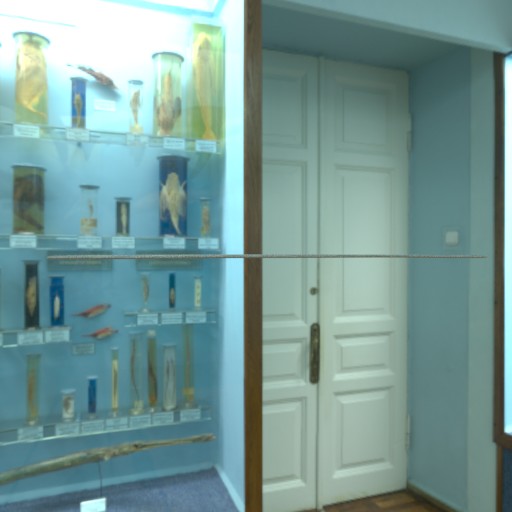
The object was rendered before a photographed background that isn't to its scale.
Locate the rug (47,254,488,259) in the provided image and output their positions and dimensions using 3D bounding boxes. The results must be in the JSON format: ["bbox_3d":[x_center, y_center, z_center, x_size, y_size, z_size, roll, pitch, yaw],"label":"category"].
[{"bbox_3d":[0.000,0.000,2.317,1.830,0.016,1.224,0,0,-17],"label":"rug"}]
